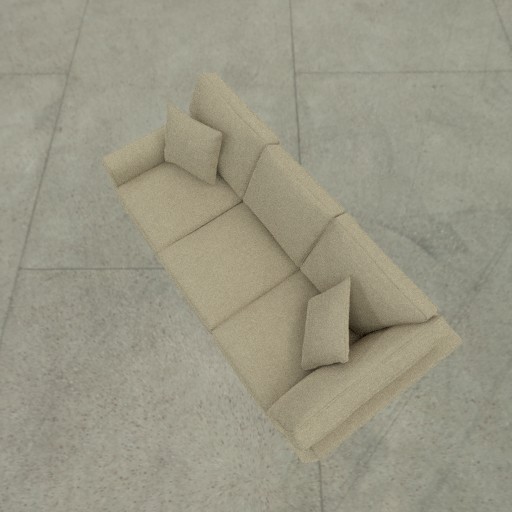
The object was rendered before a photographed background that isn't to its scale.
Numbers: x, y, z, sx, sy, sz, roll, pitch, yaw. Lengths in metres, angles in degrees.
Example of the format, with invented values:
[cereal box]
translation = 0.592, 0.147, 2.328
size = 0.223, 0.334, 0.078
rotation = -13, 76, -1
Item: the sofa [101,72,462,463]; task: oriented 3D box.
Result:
[sofa]
translation = 0.000, 0.000, 2.849
size = 1.061, 0.962, 2.317
rotation = -33, 68, -15
